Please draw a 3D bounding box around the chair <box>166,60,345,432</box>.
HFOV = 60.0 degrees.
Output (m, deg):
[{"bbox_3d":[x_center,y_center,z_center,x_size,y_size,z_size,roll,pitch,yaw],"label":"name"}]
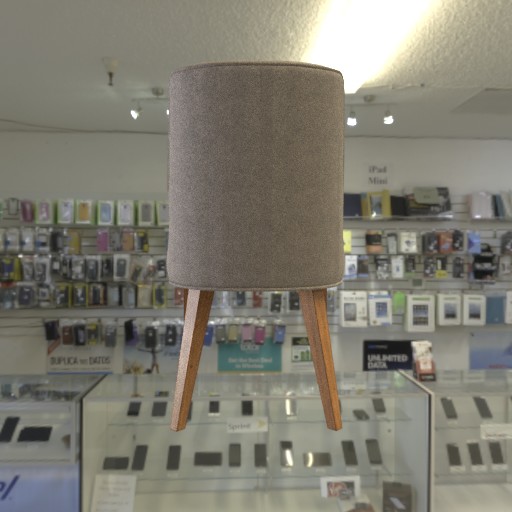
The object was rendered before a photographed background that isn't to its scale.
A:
[{"bbox_3d":[0.000,0.000,1.303,0.548,0.916,0.636,0,0,-1],"label":"chair"}]
